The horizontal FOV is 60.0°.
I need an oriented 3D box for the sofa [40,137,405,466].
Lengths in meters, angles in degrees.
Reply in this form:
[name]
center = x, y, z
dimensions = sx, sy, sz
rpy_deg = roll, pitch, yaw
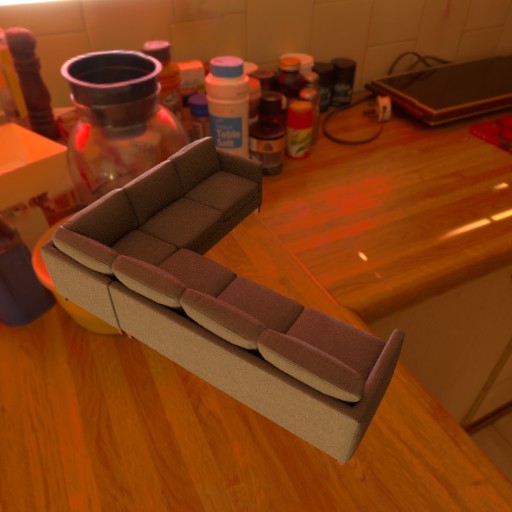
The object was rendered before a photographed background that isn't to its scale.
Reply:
[sofa]
center = 0.000, 0.000, 4.491
dimensions = 3.302, 0.947, 2.593
rpy_deg = 23, 46, 25
